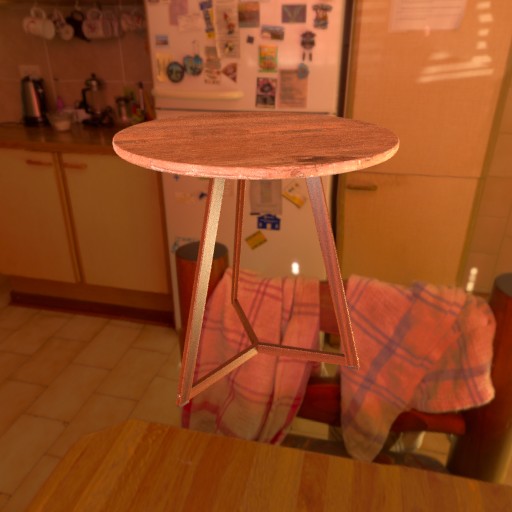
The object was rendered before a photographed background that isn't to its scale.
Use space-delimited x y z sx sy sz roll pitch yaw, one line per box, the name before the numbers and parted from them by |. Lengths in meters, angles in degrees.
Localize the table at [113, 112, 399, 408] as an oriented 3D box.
table | 0.000 0.000 0.912 0.500 0.500 0.500 0 26 0
